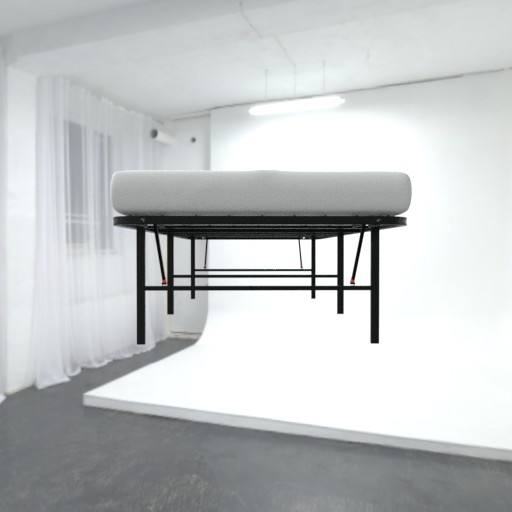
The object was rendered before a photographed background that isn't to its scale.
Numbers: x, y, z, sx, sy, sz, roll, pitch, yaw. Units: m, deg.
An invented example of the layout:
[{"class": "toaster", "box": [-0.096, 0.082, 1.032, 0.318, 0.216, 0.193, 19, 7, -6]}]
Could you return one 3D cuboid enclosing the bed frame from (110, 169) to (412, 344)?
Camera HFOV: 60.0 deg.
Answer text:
[{"class": "bed frame", "box": [0.000, 0.000, 2.355, 0.989, 0.619, 1.903, 0, 1, -1]}]
